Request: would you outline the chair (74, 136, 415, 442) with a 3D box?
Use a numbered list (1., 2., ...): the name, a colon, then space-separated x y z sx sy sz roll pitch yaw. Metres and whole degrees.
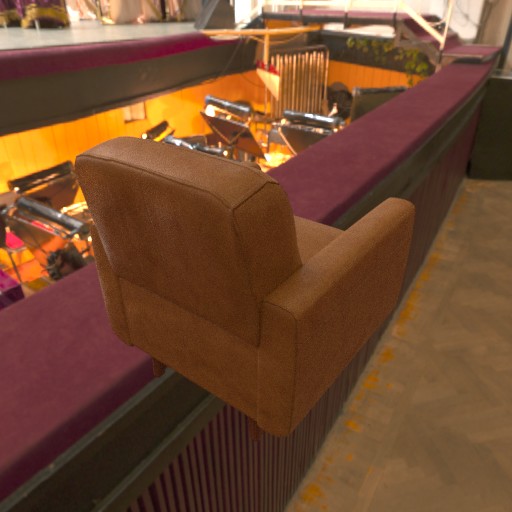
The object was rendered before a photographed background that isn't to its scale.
1. chair: 0.000 0.000 1.625 0.845 0.968 0.942 21 37 31
